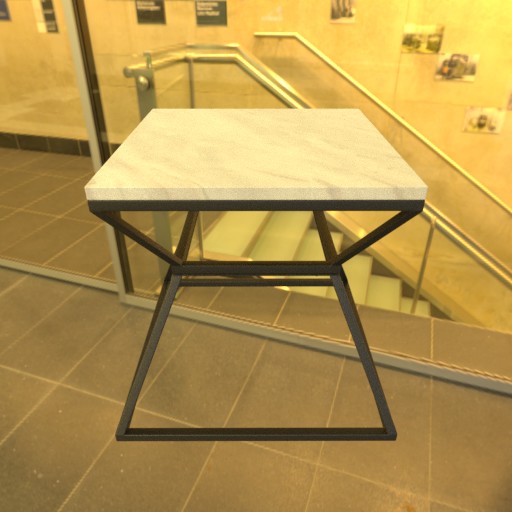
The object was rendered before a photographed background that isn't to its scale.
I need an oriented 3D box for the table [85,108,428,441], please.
[{"bbox_3d":[0.000,0.000,0.805,0.455,0.431,0.455,0,31,0],"label":"table"}]
